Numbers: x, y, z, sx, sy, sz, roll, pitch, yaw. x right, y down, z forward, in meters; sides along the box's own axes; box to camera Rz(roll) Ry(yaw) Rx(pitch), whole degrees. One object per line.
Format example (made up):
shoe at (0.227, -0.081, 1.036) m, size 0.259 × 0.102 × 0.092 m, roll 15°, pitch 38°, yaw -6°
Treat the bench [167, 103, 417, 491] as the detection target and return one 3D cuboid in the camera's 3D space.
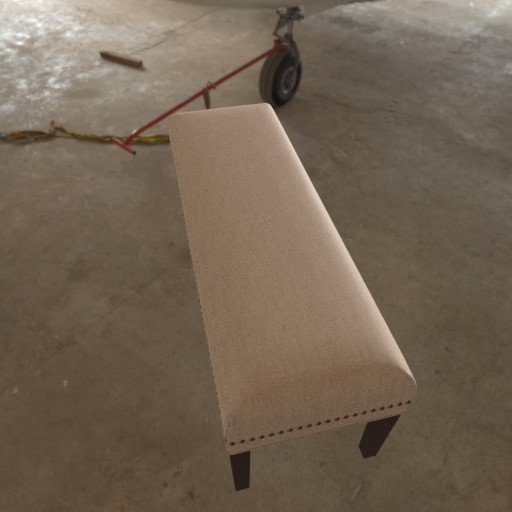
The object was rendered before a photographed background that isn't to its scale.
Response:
bench at (0.000, 0.000, 1.413) m, size 0.410 × 0.457 × 1.219 m, roll -10°, pitch 47°, yaw -9°
